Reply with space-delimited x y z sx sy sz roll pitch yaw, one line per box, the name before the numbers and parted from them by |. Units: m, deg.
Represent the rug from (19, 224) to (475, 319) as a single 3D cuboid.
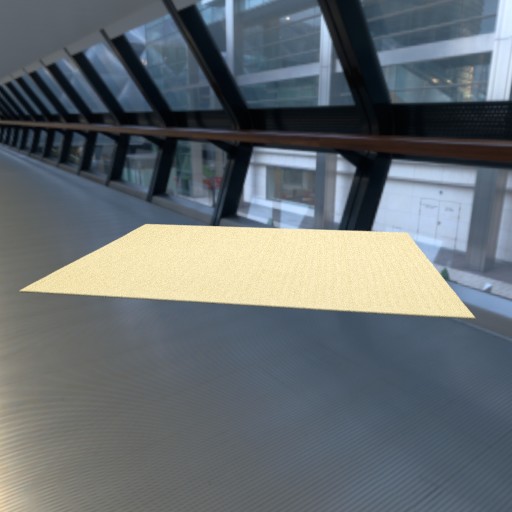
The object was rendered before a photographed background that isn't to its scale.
rug | 0.000 0.000 4.215 3.204 0.016 2.452 2 16 8
